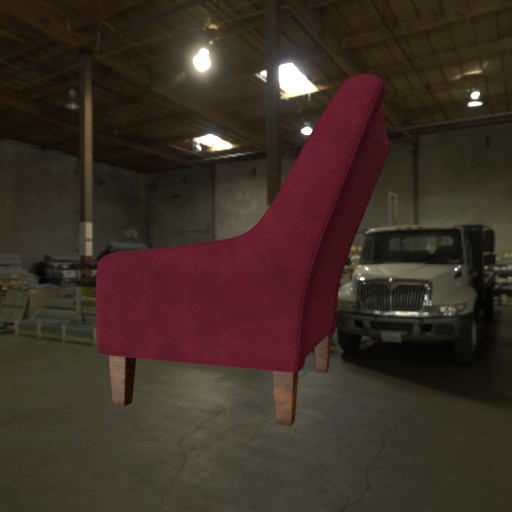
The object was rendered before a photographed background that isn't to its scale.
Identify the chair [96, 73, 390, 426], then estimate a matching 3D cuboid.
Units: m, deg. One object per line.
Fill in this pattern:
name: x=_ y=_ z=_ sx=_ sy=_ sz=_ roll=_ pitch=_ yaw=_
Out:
chair: x=0.000 y=0.000 z=1.717 sx=0.985 sy=1.017 sz=0.793 roll=0 pitch=-1 yaw=18
